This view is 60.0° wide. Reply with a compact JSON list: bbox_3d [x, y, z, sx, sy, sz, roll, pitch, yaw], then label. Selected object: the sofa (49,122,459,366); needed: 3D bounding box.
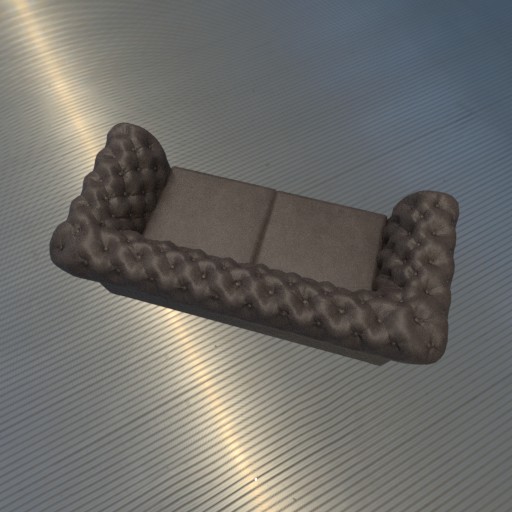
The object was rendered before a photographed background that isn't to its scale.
[{"bbox_3d":[0.000,0.000,2.575,2.048,0.779,0.944,14,64,7],"label":"sofa"}]
